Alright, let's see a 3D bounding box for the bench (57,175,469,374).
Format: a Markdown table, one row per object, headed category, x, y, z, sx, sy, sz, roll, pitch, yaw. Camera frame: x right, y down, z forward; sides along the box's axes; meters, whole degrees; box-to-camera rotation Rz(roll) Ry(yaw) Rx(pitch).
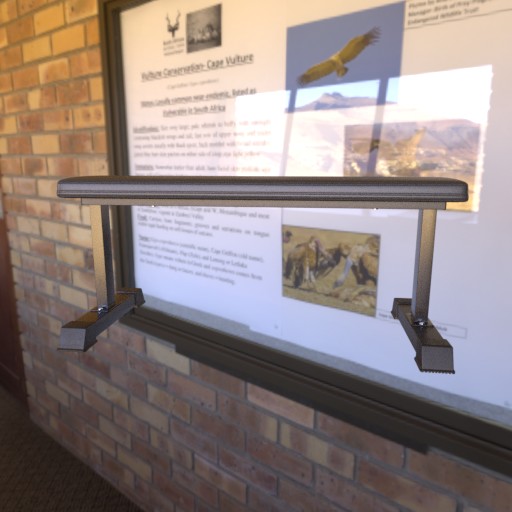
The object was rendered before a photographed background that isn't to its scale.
| category | x | y | z | sx | sy | sz | roll | pitch | yaw |
| --- | --- | --- | --- | --- | --- | --- | --- | --- | --- |
| bench | 0.000 | 0.000 | 1.281 | 1.072 | 0.453 | 0.439 | 2 | 12 | 7 |
